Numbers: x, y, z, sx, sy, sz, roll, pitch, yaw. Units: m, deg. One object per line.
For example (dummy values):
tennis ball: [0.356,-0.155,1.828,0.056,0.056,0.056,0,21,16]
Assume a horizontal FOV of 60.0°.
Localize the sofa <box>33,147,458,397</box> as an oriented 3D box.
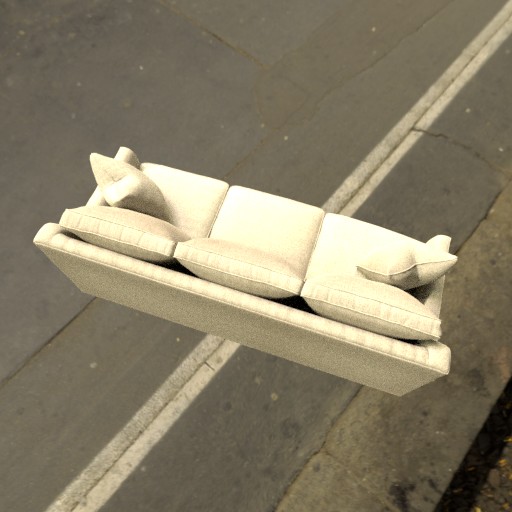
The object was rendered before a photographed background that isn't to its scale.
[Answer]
sofa: [0.000,0.000,2.504,2.031,0.914,0.865,17,66,8]
